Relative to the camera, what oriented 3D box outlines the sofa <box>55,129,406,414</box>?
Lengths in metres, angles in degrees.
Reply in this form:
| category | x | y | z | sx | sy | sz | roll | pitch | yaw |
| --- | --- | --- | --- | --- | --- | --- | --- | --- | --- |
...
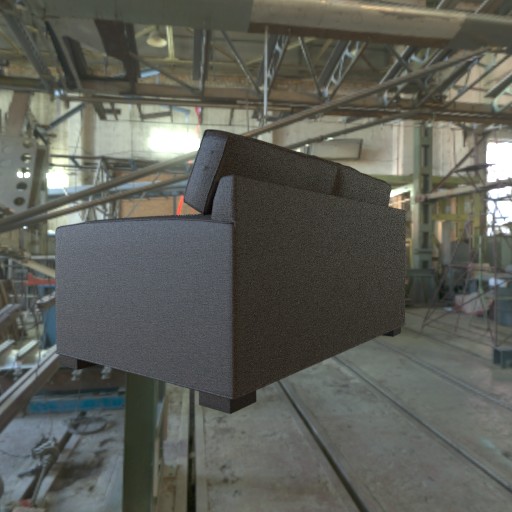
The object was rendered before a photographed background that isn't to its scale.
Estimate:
| category | x | y | z | sx | sy | sz | roll | pitch | yaw |
| --- | --- | --- | --- | --- | --- | --- | --- | --- | --- |
| sofa | 0.000 | 0.000 | 2.164 | 0.974 | 0.887 | 1.534 | 1 | 1 | 36 |
